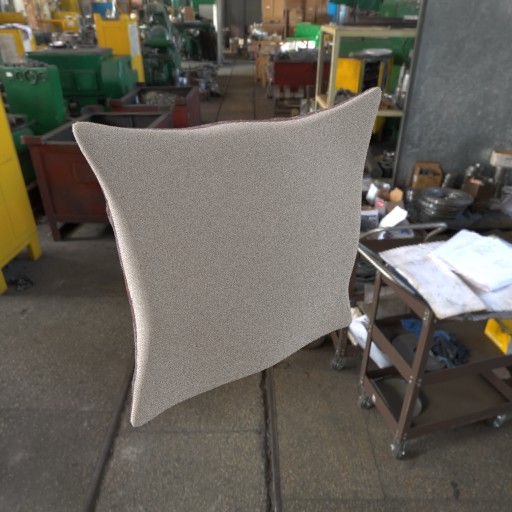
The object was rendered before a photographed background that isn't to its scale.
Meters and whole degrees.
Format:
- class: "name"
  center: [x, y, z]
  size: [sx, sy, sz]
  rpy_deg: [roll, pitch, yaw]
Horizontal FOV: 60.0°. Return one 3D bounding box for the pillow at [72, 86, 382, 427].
- class: "pillow"
  center: [0.000, 0.000, 0.761]
  size: [0.514, 0.513, 0.163]
  rpy_deg: [-18, 34, -29]
